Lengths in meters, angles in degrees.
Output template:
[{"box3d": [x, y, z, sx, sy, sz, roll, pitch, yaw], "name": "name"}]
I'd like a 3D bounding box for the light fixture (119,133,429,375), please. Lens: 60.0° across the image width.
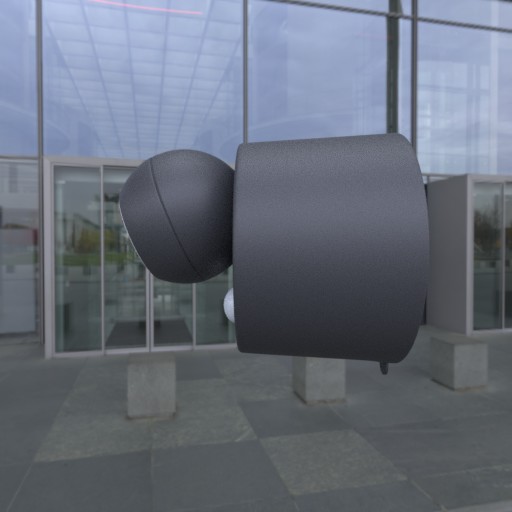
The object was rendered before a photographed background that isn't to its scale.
[{"box3d": [0.000, 0.000, 0.268, 0.160, 0.143, 0.134, 0, 1, 1], "name": "light fixture"}]
